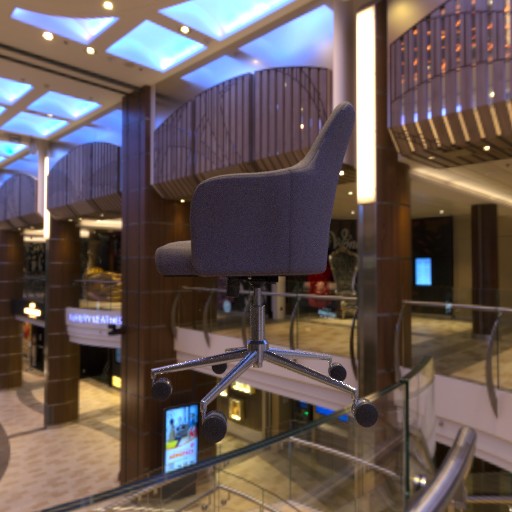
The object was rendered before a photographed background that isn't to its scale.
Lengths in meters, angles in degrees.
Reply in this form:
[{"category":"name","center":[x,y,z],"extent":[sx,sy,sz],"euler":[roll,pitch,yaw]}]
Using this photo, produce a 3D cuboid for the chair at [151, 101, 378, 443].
[{"category":"chair","center":[0.000,0.000,1.288],"extent":[0.600,0.820,0.655],"euler":[0,-1,-1]}]
